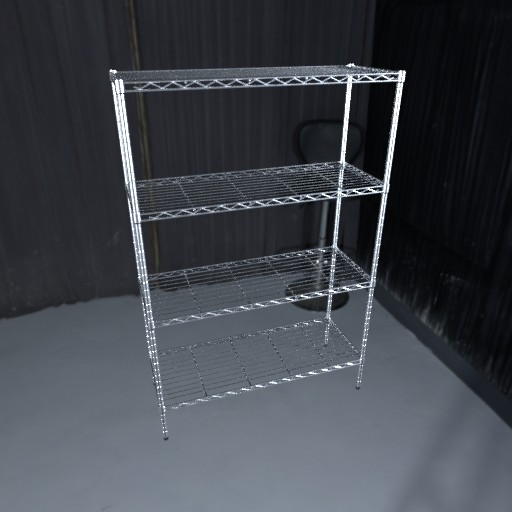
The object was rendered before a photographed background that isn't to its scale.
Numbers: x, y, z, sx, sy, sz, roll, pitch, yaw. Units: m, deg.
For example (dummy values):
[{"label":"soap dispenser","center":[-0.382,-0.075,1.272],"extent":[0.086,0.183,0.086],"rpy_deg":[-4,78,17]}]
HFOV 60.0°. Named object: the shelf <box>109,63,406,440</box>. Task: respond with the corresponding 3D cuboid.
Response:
[{"label":"shelf","center":[0.000,0.000,1.752],"extent":[0.907,1.360,0.352],"rpy_deg":[-9,28,-17]}]
